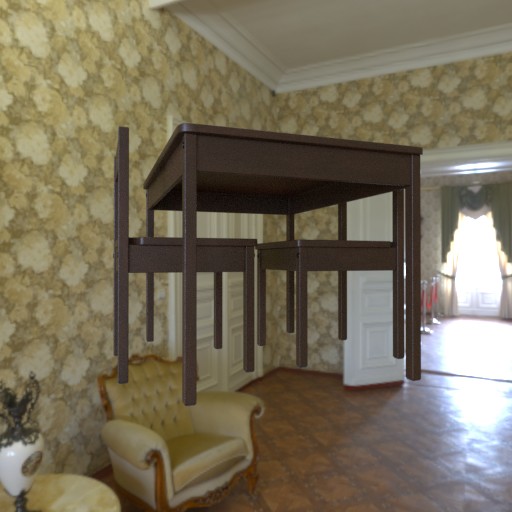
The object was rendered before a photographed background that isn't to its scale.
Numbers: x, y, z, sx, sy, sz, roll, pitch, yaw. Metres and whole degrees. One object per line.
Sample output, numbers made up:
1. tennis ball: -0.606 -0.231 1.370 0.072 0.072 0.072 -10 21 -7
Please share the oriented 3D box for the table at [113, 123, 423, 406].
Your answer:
1. table: 0.000 0.000 1.108 0.672 0.503 0.650 0 -1 -20
